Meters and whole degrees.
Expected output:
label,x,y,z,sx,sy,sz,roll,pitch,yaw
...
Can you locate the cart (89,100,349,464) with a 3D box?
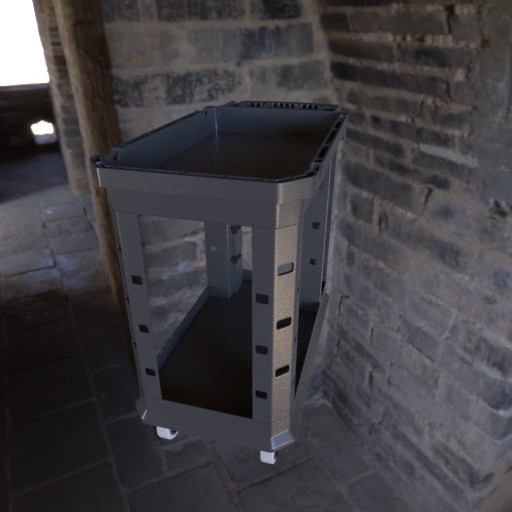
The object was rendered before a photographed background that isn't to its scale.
label,x,y,z,sx,sy,sz,roll,pitch,yaw
cart,0.000,0.000,1.508,0.497,0.884,1.061,7,28,14
